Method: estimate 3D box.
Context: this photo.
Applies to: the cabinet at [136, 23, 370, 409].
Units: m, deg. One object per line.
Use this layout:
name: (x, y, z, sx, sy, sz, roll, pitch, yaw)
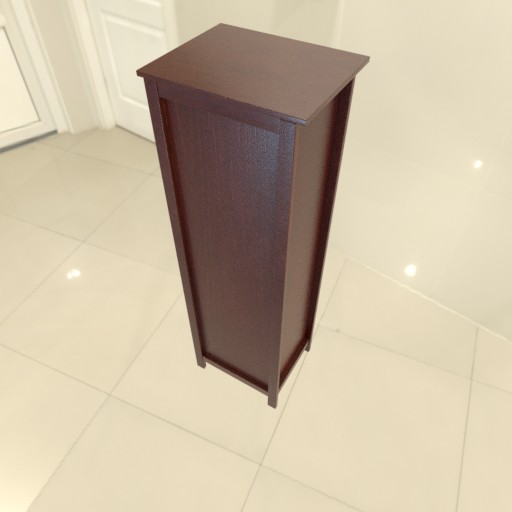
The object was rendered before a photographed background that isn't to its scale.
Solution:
cabinet: (0.000, 0.000, 1.750, 0.500, 1.518, 0.401, 23, 51, 21)
